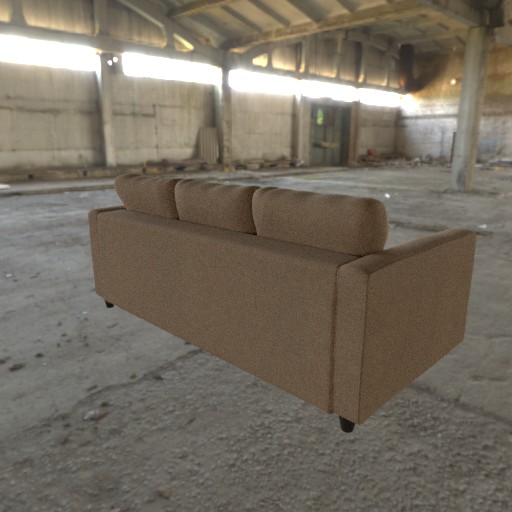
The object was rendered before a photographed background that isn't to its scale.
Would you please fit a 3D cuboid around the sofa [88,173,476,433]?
[{"bbox_3d":[0.000,0.000,2.313,1.855,0.800,0.930,14,20,43],"label":"sofa"}]
